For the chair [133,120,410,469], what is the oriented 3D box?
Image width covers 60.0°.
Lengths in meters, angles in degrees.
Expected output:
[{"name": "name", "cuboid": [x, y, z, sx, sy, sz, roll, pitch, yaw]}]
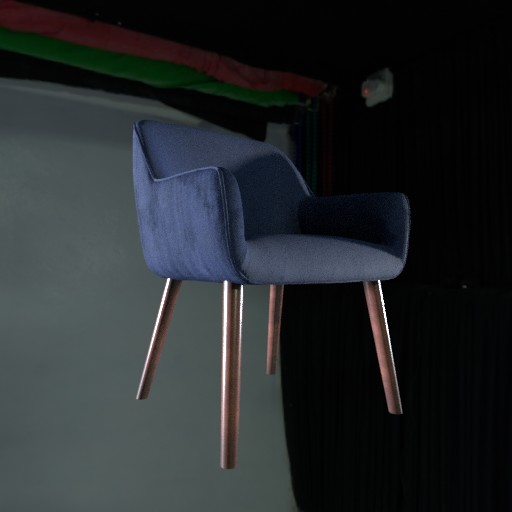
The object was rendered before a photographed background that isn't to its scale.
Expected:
[{"name": "chair", "cuboid": [0.000, 0.000, 1.233, 0.600, 0.820, 0.600, 0, -1, -36]}]
